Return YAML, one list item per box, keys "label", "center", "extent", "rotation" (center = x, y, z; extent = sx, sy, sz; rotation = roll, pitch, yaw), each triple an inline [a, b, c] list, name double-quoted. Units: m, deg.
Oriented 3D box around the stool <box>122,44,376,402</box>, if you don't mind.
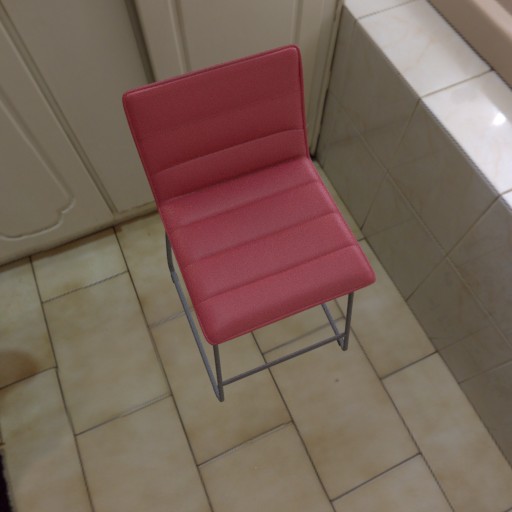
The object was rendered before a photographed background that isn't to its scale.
- label: "stool"
  center: [0.000, 0.000, 1.189]
  extent: [0.489, 0.866, 0.524]
  rotation: [-20, 66, -9]
